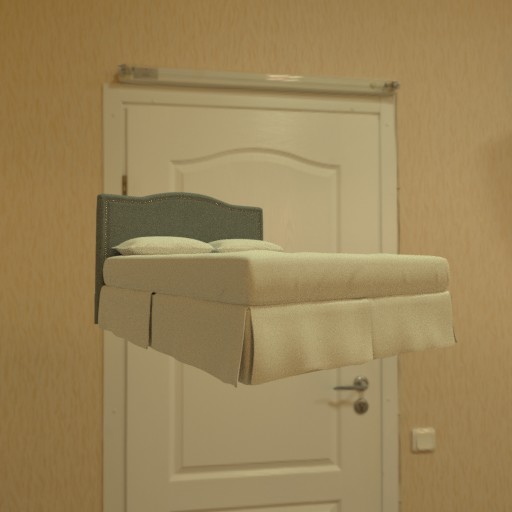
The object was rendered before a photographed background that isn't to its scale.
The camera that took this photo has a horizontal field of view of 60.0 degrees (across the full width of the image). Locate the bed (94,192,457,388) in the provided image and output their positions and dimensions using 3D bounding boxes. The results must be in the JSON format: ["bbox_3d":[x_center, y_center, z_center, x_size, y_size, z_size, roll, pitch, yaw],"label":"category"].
[{"bbox_3d":[0.000,0.000,4.006,2.161,1.457,2.689,0,-1,-36],"label":"bed"}]
